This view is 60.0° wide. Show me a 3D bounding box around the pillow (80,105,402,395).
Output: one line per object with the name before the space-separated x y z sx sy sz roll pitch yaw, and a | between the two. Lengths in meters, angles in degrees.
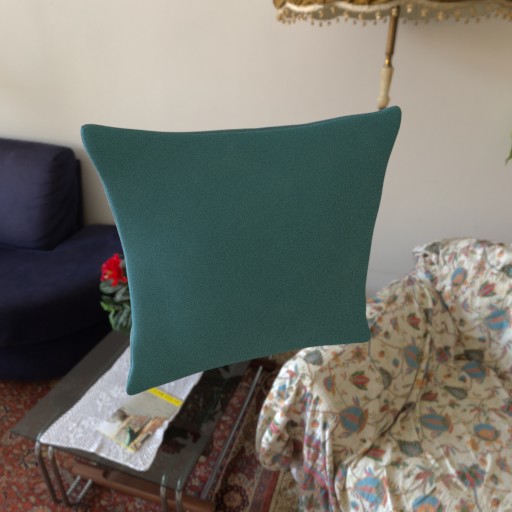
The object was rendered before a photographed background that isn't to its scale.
pillow | 0.000 0.000 0.666 0.433 0.415 0.151 -9 29 -16
